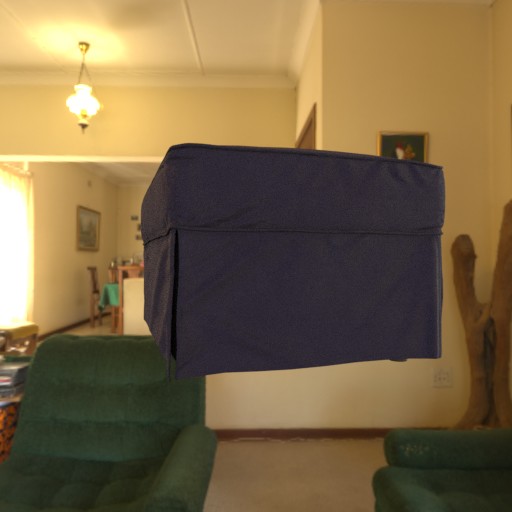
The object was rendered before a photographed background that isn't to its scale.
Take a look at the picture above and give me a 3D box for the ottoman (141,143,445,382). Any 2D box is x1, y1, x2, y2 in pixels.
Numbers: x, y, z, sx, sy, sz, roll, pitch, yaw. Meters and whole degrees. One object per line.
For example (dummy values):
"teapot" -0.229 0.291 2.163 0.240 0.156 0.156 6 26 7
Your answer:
"ottoman" 0.000 0.000 1.328 0.637 0.503 0.938 0 -1 -18
